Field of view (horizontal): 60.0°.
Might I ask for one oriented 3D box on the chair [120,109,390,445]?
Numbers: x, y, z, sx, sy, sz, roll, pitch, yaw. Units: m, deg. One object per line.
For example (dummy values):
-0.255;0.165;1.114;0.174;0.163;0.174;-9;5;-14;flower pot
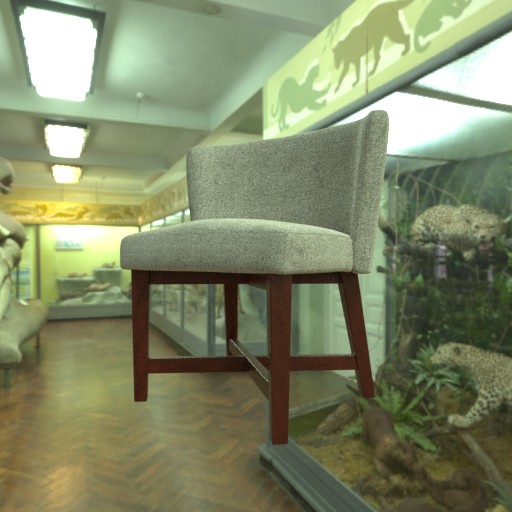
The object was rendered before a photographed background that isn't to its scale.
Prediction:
0.000;0.000;1.298;0.728;0.827;0.575;0;0;37;chair
